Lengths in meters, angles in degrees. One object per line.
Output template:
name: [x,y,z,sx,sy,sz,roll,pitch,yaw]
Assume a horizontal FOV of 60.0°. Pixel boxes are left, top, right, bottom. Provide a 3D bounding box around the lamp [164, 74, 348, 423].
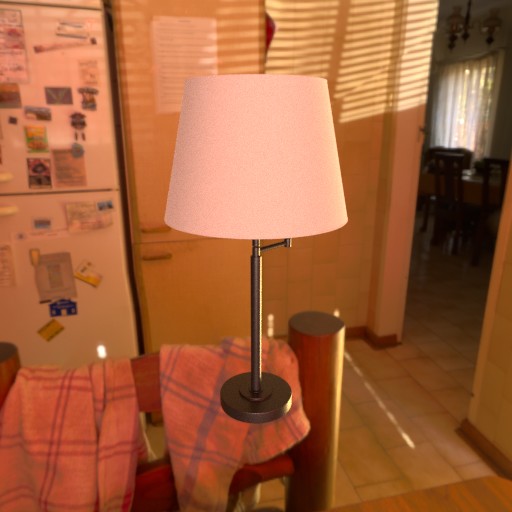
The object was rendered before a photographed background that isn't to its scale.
lamp: [0.000,0.000,0.918,0.363,0.696,0.363,0,17,0]
